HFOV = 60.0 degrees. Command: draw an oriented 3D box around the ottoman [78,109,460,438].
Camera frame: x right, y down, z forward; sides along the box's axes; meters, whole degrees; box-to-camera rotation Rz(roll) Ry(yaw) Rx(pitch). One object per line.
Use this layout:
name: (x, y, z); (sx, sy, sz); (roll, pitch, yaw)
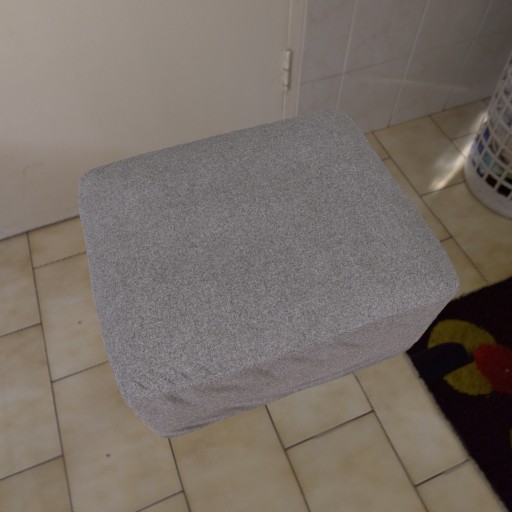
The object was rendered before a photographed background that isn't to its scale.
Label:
ottoman: (0.000, 0.000, 1.227); (0.837, 0.481, 0.683); (-17, 60, -10)
